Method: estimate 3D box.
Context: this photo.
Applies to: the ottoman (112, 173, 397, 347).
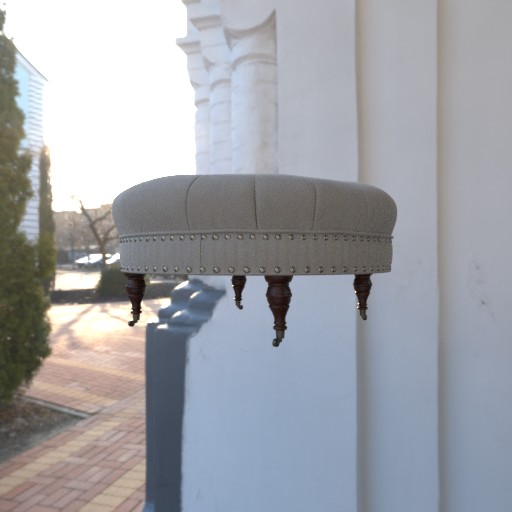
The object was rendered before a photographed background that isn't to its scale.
[{"bbox_3d":[0.000,0.000,1.446,0.901,0.439,0.901,0,0,0],"label":"ottoman"}]
